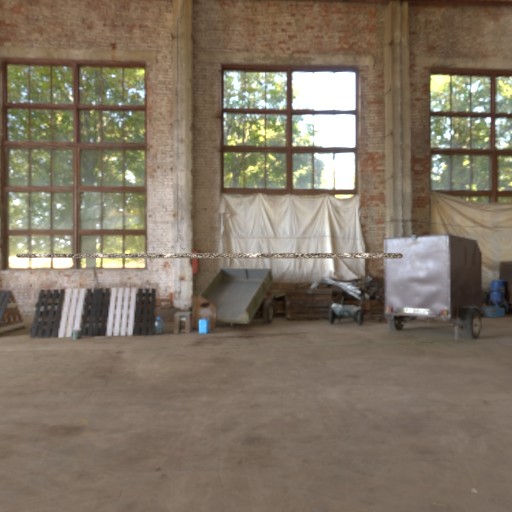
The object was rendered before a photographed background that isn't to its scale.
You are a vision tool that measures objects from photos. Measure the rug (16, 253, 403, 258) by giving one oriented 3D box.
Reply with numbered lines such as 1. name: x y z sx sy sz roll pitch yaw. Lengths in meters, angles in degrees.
1. rug: 0.000 0.000 4.042 2.438 0.029 3.047 0 0 16
